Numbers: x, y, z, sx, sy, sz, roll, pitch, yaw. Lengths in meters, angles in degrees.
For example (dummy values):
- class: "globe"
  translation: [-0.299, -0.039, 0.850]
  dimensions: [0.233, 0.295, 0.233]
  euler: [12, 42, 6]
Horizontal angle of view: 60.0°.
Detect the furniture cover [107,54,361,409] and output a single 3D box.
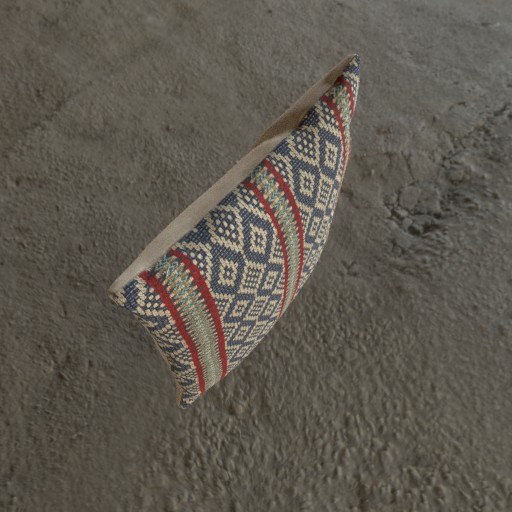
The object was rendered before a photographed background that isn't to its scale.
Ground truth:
- class: "furniture cover"
  translation: [0.000, 0.000, 0.658]
  dimensions: [0.139, 0.431, 0.431]
  euler: [33, 64, 18]
